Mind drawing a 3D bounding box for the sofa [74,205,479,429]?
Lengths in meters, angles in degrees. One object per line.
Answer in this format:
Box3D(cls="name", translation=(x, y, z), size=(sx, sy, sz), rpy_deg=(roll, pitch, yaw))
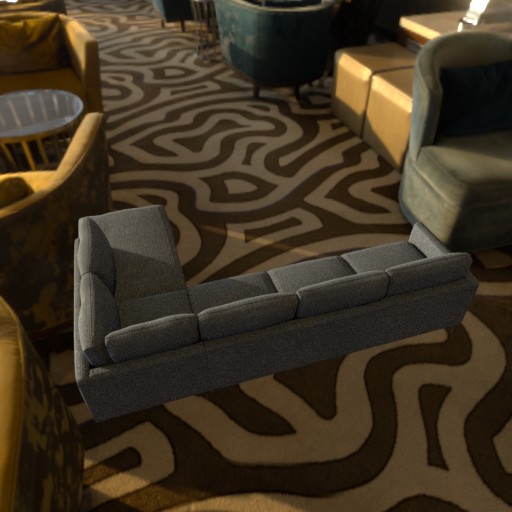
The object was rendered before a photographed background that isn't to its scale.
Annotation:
Box3D(cls="sofa", translation=(0.000, 0.000, 3.826), size=(2.949, 0.815, 2.007), rpy_deg=(-12, 43, -13))
